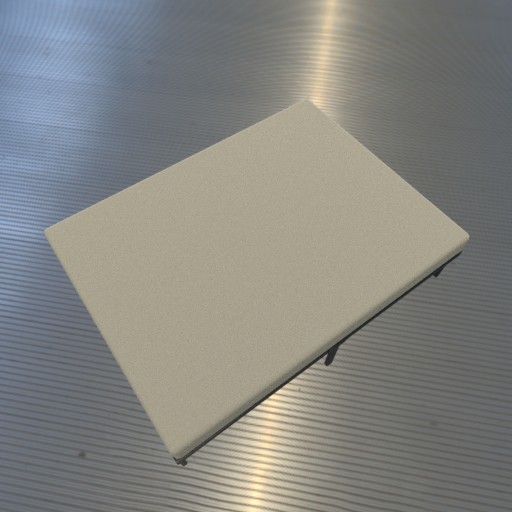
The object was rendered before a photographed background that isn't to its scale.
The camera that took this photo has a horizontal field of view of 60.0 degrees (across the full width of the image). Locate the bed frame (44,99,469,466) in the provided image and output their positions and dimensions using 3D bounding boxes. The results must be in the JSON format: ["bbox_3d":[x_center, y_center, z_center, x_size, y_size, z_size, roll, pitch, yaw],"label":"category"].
[{"bbox_3d":[0.000,0.000,3.638,2.635,0.680,1.990,-32,63,-18],"label":"bed frame"}]
